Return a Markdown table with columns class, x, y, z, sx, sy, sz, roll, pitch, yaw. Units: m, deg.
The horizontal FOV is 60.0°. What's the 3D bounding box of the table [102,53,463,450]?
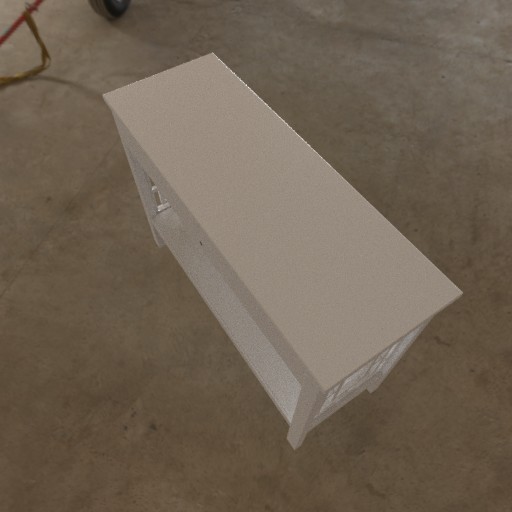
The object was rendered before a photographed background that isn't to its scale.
| class | x | y | z | sx | sy | sz | roll | pitch | yaw |
| --- | --- | --- | --- | --- | --- | --- | --- | --- | --- |
| table | 0.000 | 0.000 | 1.467 | 0.397 | 0.753 | 1.068 | -29 | 62 | -18 |
